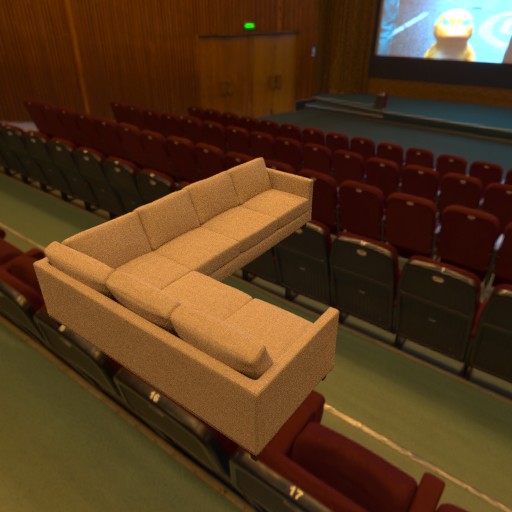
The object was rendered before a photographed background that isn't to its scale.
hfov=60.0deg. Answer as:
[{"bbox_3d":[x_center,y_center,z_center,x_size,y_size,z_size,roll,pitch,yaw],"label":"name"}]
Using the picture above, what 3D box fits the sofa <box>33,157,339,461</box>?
[{"bbox_3d":[0.000,0.000,4.376,2.432,0.863,3.182,21,37,31],"label":"sofa"}]
